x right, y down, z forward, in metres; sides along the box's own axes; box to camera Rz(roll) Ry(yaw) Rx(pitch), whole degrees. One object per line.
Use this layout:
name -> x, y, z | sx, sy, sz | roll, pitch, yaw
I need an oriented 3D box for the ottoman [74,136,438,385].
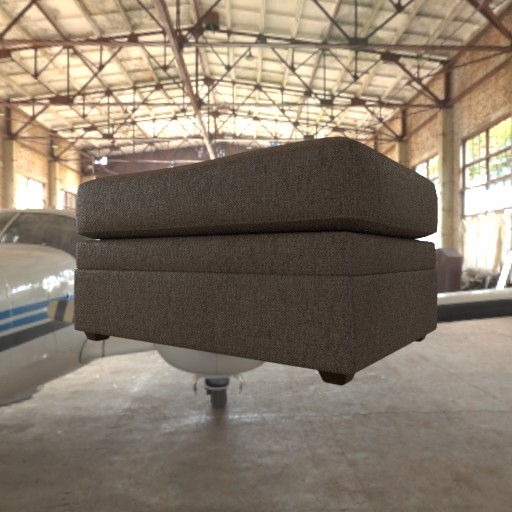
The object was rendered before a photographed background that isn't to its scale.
ottoman -> 0.000, 0.000, 1.260 | 0.885, 0.478, 0.637 | 0, 0, 35
